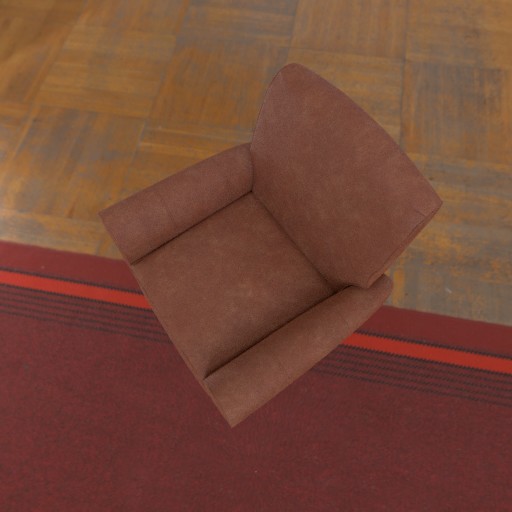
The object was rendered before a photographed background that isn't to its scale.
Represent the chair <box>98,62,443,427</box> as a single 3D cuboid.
[{"bbox_3d":[0.000,0.000,1.772,0.902,1.061,0.978,-32,68,-14],"label":"chair"}]
